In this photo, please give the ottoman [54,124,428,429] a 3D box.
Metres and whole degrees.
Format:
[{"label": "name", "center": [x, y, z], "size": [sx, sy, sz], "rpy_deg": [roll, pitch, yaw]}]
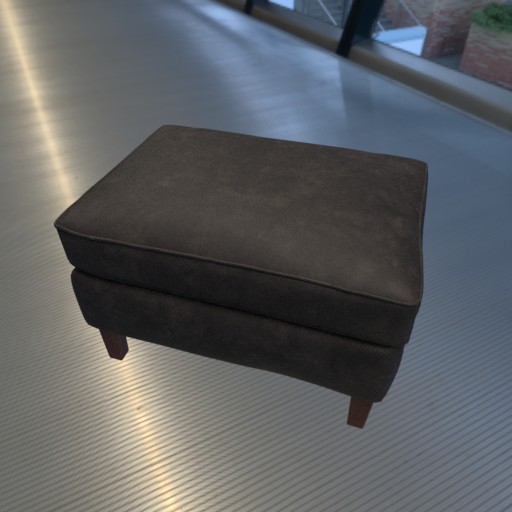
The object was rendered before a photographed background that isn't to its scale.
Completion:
[{"label": "ottoman", "center": [0.000, 0.000, 0.994], "size": [0.665, 0.413, 0.501], "rpy_deg": [12, 42, 13]}]
